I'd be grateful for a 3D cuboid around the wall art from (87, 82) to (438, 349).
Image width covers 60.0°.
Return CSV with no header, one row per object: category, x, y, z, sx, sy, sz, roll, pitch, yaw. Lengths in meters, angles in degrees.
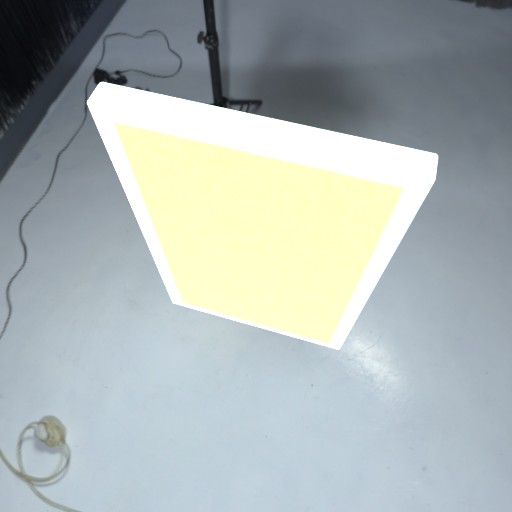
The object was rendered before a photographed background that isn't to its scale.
wall art,0.000,0.000,0.764,0.401,0.610,0.038,15,63,8
